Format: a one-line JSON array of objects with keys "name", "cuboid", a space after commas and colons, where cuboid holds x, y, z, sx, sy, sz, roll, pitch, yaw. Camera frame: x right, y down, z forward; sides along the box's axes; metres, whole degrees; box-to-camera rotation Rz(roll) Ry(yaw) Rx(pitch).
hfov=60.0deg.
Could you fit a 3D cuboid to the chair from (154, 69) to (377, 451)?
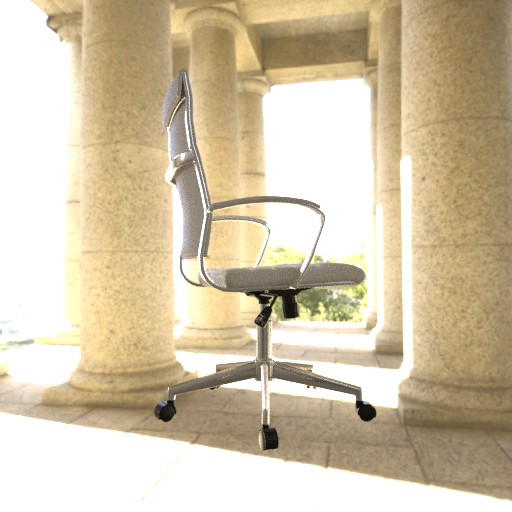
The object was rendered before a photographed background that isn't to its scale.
[{"name": "chair", "cuboid": [0.000, 0.000, 1.663, 0.739, 1.149, 0.766, 1, -2, -18]}]
